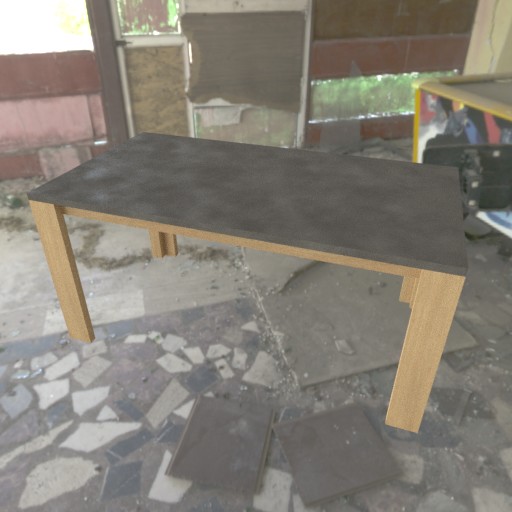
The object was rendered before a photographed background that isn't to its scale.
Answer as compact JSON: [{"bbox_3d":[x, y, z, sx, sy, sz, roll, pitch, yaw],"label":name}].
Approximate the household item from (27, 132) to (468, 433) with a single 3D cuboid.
[{"bbox_3d":[0.000,0.000,2.048,1.600,0.755,0.850,11,34,16],"label":"household item"}]
